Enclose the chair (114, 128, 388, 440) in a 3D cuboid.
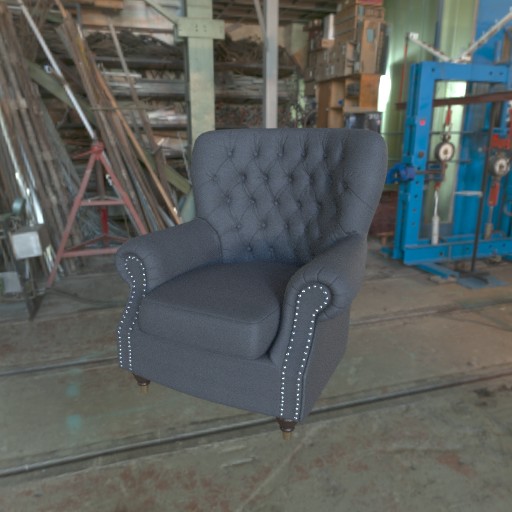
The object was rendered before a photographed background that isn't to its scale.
[{"bbox_3d":[0.000,0.000,1.871,0.983,1.046,0.983,8,17,26],"label":"chair"}]
